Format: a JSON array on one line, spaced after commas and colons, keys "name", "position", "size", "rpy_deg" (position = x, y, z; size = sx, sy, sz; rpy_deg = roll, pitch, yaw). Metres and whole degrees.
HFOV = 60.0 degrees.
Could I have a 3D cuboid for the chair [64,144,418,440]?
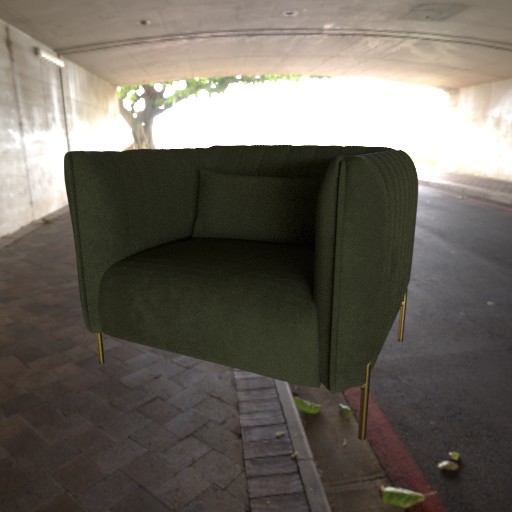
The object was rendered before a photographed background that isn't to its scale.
[{"name": "chair", "position": [0.000, 0.000, 1.640], "size": [1.032, 0.794, 0.877], "rpy_deg": [7, 17, 25]}]
